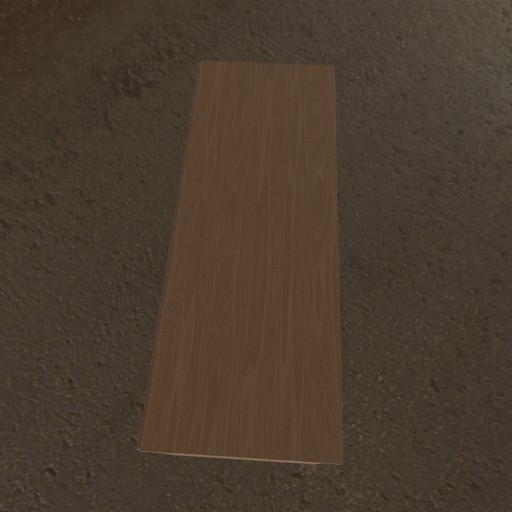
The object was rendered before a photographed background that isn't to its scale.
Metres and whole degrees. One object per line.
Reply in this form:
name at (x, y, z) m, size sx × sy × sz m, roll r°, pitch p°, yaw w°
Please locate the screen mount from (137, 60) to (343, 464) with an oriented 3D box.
screen mount at (0.000, 0.000, 1.296) m, size 0.406 × 0.432 × 1.084 m, roll 3°, pitch 65°, yaw 1°
